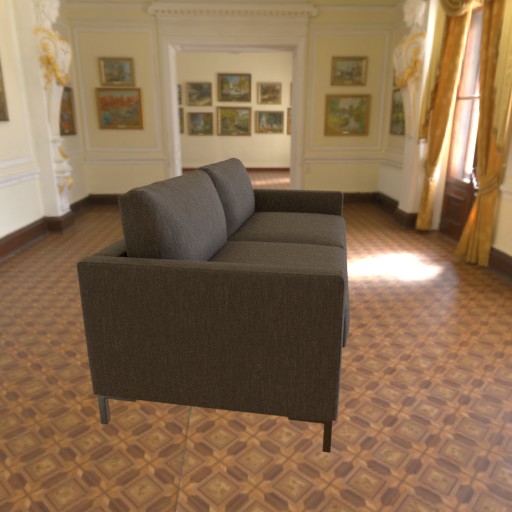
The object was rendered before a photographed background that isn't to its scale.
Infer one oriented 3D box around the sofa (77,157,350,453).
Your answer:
[{"bbox_3d":[0.000,0.000,2.165,0.875,0.840,1.682,3,17,10],"label":"sofa"}]
